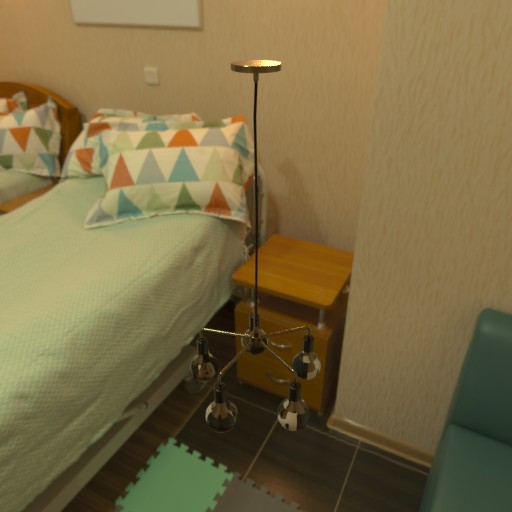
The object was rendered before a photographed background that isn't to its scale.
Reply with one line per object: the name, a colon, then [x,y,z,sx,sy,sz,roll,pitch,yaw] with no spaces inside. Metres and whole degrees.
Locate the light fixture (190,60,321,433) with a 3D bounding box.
light fixture: [0.000,0.000,1.225,0.438,0.988,0.421,-1,30,-2]
